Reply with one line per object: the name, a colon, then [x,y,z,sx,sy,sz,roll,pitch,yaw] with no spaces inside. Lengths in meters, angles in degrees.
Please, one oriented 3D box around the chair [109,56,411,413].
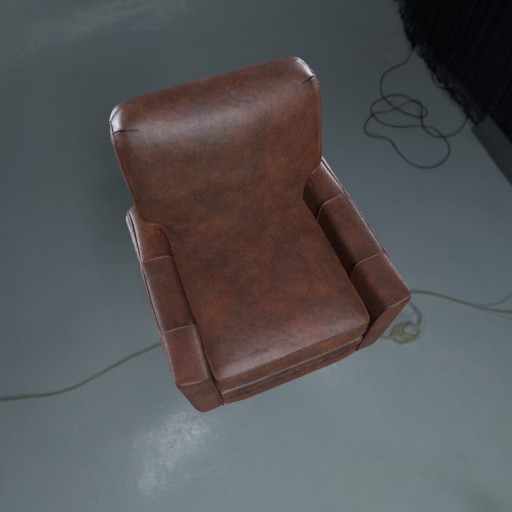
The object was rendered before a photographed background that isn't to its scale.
chair: [0.000,0.000,1.685,0.843,1.043,0.836,-19,64,-10]
